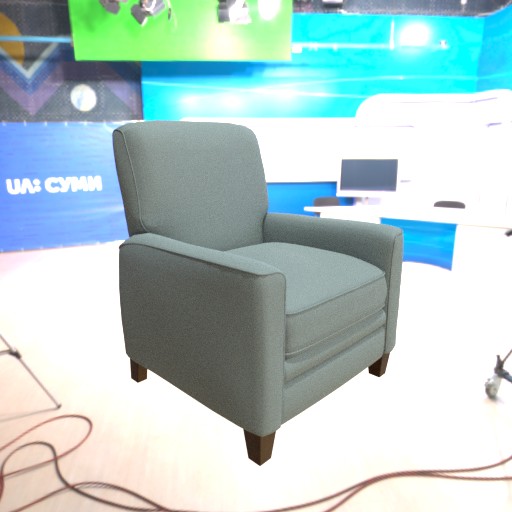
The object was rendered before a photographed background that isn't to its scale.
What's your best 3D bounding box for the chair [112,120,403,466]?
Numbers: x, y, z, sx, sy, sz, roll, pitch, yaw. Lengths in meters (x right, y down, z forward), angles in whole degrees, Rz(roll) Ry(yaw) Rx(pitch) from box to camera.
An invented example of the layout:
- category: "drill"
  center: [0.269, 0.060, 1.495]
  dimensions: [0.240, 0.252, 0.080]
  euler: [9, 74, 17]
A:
- category: "chair"
  center: [0.000, 0.000, 1.699]
  dimensions: [0.846, 1.007, 0.853]
  euler: [14, 20, 42]
